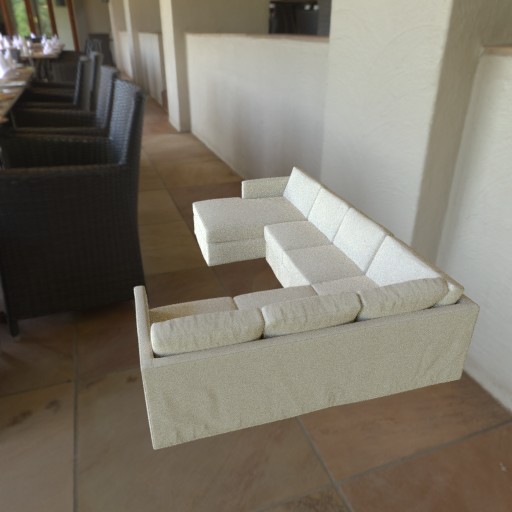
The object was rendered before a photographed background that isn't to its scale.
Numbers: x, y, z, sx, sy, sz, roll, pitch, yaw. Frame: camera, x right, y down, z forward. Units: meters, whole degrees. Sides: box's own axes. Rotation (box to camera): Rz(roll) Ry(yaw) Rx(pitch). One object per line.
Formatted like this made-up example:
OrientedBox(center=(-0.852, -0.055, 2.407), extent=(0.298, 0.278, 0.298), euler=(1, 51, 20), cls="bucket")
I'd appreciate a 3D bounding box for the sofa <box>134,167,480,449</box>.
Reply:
OrientedBox(center=(0.000, 0.000, 4.504), extent=(2.448, 0.882, 3.464), euler=(-8, 28, -15), cls="sofa")
